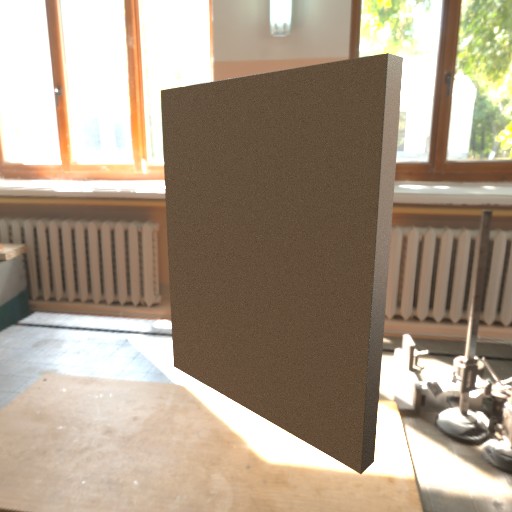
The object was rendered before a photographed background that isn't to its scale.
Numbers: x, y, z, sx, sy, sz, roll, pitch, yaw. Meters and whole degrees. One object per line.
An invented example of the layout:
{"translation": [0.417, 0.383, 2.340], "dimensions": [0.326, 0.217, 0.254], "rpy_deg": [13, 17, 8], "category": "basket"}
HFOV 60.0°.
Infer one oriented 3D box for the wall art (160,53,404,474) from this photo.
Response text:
{"translation": [0.000, 0.000, 0.727], "dimensions": [0.452, 0.549, 0.038], "rpy_deg": [13, 19, 43], "category": "wall art"}
